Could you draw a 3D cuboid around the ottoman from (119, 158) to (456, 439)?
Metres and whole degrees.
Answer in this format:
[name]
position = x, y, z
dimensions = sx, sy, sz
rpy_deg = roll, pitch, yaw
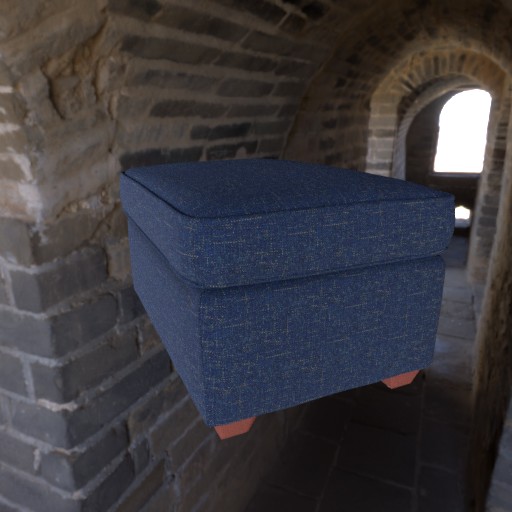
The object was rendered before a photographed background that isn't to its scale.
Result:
[ottoman]
position = 0.000, 0.000, 1.093
dimensions = 0.549, 0.450, 0.749
rpy_deg = -8, 19, -23
